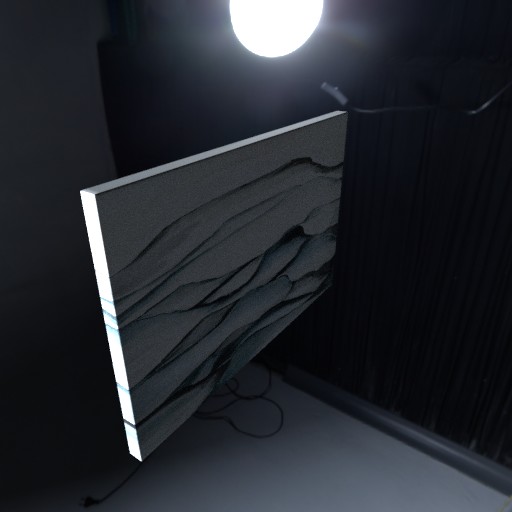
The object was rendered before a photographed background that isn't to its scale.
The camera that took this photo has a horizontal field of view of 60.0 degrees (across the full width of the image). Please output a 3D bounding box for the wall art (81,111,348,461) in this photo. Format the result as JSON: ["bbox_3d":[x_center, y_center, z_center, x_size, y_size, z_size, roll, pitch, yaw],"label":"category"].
[{"bbox_3d":[0.000,0.000,1.162,0.039,0.609,0.914,18,32,31],"label":"wall art"}]
